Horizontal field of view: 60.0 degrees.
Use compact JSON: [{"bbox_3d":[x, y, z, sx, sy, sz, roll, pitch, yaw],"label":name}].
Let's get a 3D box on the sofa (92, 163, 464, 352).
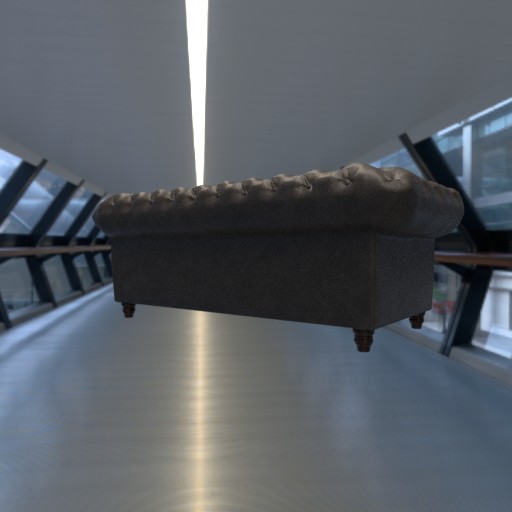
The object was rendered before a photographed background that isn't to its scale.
[{"bbox_3d":[0.000,0.000,2.556,2.048,0.779,0.944,0,1,37],"label":"sofa"}]
